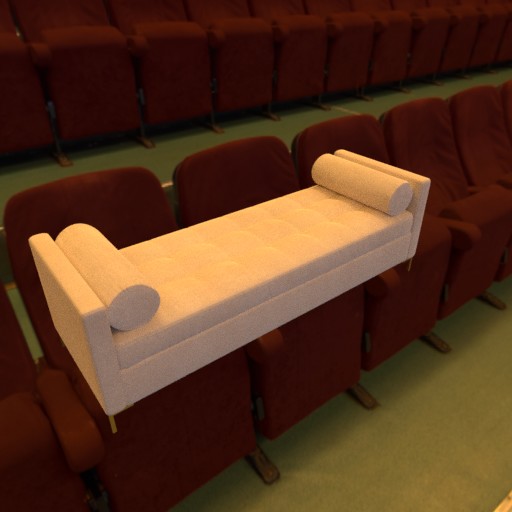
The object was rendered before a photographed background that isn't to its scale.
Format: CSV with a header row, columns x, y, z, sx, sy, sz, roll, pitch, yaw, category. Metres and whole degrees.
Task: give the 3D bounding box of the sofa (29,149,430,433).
x,y,z,sx,sy,sz,roll,pitch,yaw,category
0.000,0.000,2.360,1.981,0.635,0.686,-22,38,-32,sofa
